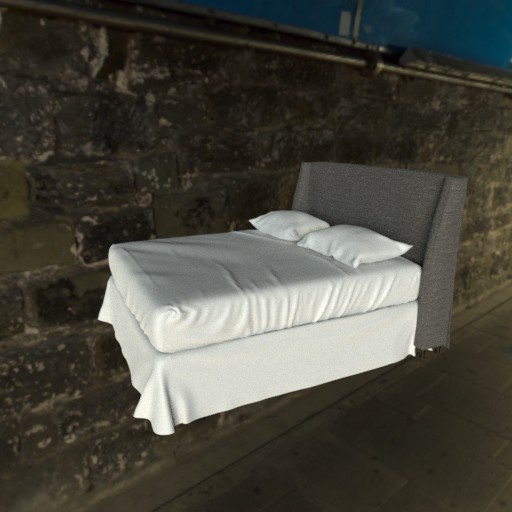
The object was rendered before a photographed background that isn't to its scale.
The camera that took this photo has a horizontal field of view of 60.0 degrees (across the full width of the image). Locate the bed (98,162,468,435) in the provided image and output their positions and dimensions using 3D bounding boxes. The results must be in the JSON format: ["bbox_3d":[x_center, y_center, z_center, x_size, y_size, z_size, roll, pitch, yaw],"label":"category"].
[{"bbox_3d":[0.000,0.000,3.479,2.276,1.332,1.925,-7,17,-25],"label":"bed"}]
